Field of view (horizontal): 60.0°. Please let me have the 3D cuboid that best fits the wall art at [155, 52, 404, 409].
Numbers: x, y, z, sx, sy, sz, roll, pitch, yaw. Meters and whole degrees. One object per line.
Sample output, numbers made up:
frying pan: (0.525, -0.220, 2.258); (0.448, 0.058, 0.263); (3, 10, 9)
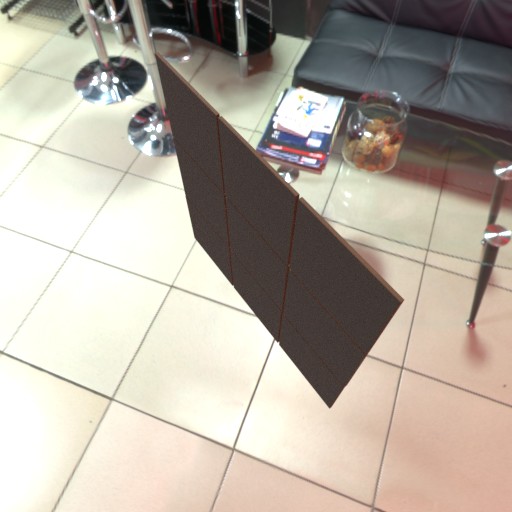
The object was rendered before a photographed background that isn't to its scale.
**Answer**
wall art: (0.000, 0.000, 2.334); (0.017, 1.521, 1.527); (-32, 64, -18)
